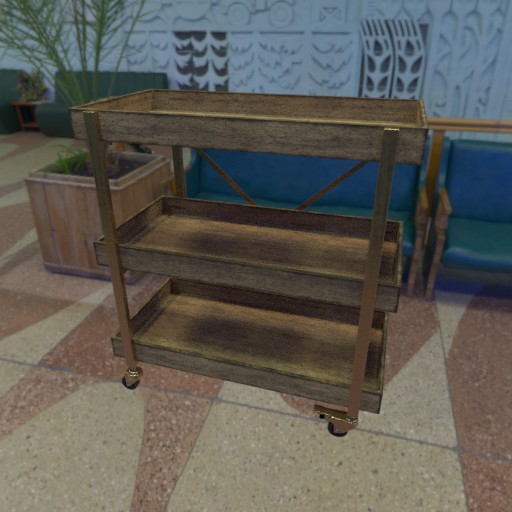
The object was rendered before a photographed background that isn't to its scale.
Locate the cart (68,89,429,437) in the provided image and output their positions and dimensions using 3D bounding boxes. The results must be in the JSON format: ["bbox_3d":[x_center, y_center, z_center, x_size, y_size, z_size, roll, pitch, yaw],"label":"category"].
[{"bbox_3d":[0.000,0.000,1.215,0.750,0.799,0.416,8,28,15],"label":"cart"}]
